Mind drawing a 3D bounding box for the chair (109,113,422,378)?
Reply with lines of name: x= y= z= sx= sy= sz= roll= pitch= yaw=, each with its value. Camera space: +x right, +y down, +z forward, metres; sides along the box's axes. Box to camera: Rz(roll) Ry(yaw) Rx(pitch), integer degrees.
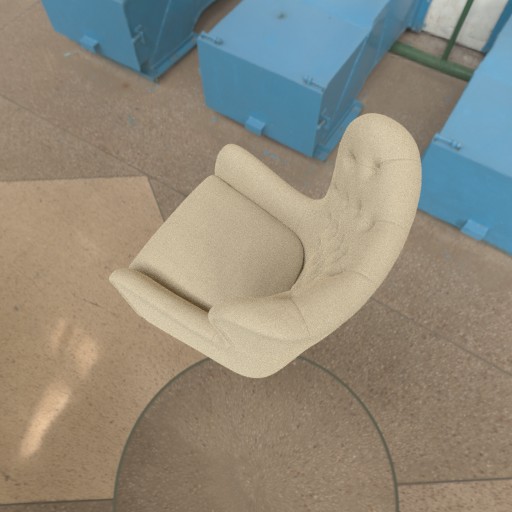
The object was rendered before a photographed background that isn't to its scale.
chair: x=0.000 y=0.000 z=1.757 sx=0.929 sy=1.079 sz=0.831 roll=30 pitch=67 yaw=15
